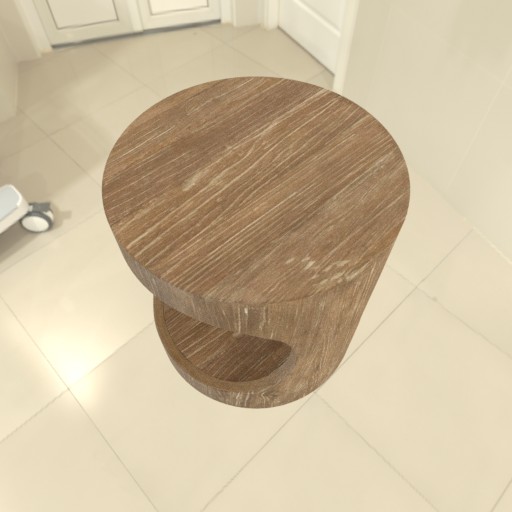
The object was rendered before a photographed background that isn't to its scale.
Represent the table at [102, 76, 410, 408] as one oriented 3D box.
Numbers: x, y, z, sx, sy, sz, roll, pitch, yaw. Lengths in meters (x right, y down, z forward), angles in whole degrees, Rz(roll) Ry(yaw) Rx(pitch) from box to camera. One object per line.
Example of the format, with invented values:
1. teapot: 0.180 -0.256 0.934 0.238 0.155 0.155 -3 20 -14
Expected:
1. table: 0.000 0.000 0.998 0.527 0.551 0.527 0 56 0
